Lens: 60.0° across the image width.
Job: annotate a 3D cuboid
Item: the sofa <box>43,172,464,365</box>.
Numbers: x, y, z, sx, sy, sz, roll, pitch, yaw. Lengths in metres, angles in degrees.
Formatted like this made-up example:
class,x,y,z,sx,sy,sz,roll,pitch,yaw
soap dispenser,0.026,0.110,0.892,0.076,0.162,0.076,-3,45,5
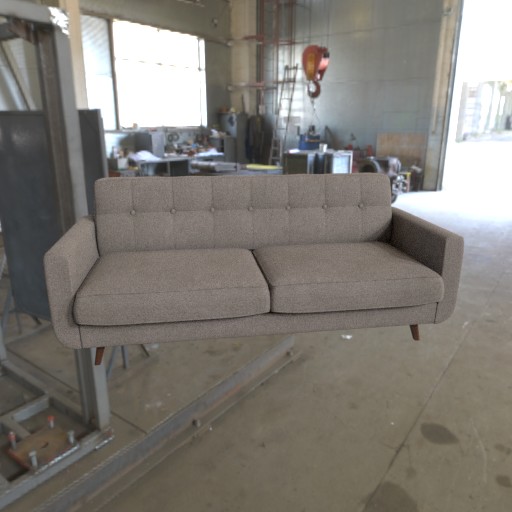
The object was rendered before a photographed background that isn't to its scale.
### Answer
class,x,y,z,sx,sy,sz,roll,pitch,yaw
sofa,0.000,0.000,2.509,2.029,0.841,0.909,-3,17,-8
